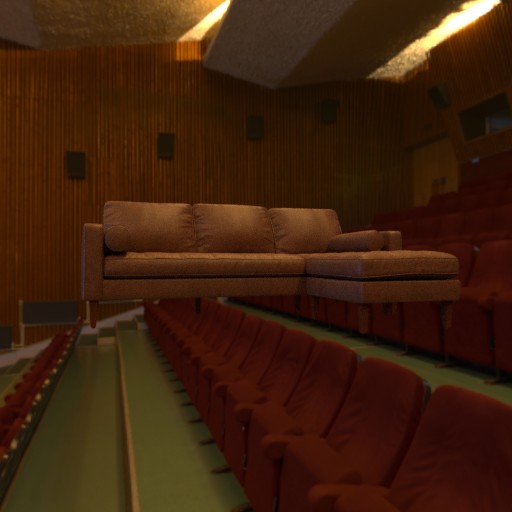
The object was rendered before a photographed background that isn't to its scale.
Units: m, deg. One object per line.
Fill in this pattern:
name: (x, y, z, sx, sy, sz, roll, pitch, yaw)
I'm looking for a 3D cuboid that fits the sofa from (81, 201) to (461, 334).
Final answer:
sofa: (0.000, 0.000, 2.969, 2.185, 0.841, 1.613, 0, -1, -19)
